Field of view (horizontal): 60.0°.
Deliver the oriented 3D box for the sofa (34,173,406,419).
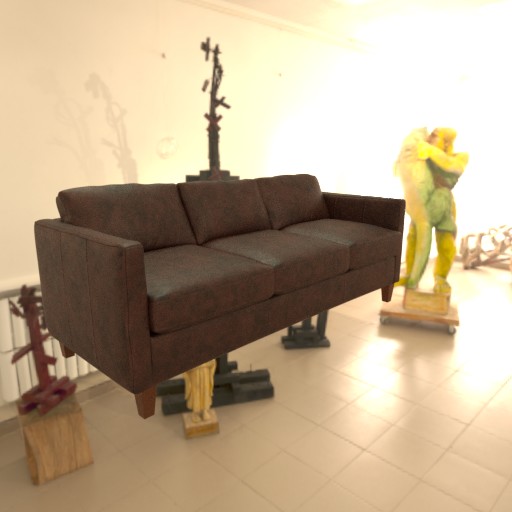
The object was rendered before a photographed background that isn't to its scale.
[{"bbox_3d":[0.000,0.000,2.991,1.045,1.006,2.464,13,19,43],"label":"sofa"}]
